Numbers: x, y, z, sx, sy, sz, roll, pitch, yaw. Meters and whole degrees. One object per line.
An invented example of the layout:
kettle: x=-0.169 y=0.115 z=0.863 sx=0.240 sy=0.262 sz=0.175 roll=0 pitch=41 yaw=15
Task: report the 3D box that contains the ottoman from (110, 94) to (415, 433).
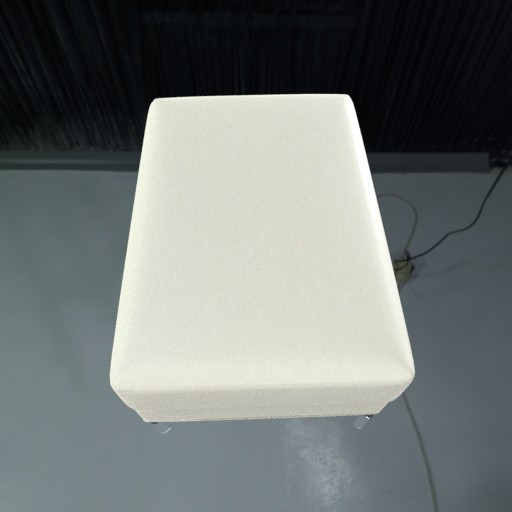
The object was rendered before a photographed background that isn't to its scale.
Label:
ottoman: x=0.000 y=0.000 z=1.202 sx=0.581 sy=0.497 sz=0.835 roll=-2 pitch=58 yaw=-1
